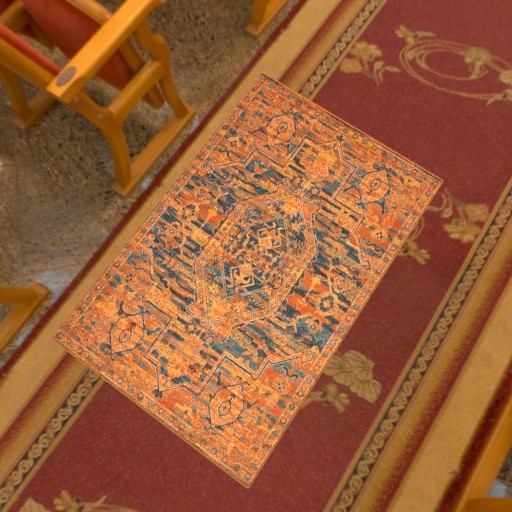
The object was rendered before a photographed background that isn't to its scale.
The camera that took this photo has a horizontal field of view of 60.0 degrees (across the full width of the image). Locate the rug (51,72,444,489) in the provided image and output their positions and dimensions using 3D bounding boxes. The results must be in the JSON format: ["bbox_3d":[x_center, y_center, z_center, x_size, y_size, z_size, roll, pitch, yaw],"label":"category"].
[{"bbox_3d":[0.000,0.000,1.070,0.557,0.008,0.863,34,78,8],"label":"rug"}]
